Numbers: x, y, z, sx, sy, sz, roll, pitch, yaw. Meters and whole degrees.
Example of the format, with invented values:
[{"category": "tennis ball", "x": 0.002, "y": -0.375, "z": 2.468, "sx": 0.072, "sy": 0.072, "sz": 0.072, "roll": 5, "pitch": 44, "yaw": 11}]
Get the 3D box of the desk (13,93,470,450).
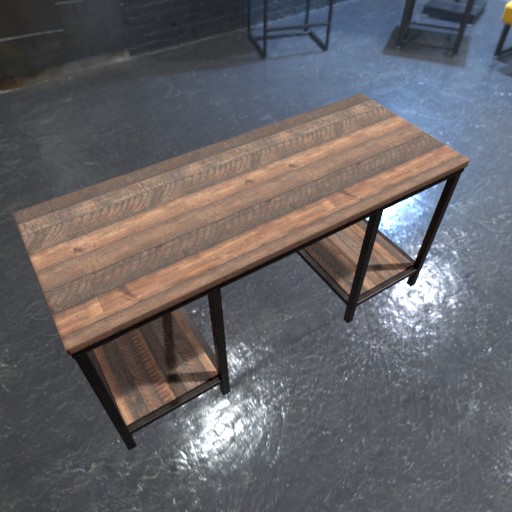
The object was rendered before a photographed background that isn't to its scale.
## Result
[{"category": "desk", "x": 0.000, "y": 0.000, "z": 1.861, "sx": 1.538, "sy": 0.753, "sz": 0.617, "roll": -25, "pitch": 52, "yaw": -21}]
